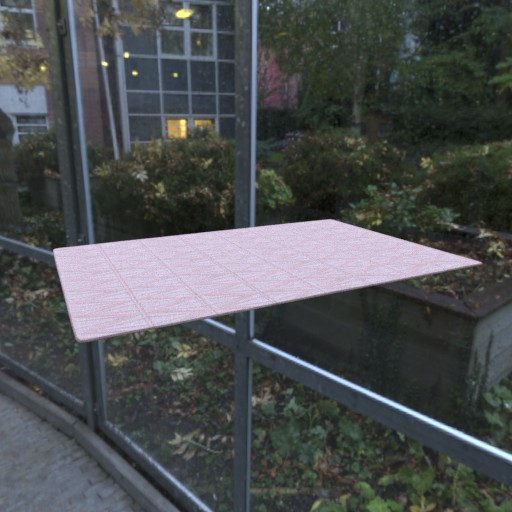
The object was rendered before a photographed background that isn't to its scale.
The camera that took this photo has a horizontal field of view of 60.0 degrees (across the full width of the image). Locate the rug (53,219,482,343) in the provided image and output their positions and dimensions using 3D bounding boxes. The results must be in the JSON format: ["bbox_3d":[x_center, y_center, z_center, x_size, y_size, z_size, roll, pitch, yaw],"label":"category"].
[{"bbox_3d":[0.000,0.000,2.939,2.390,0.015,1.609,-8,18,-26],"label":"rug"}]
